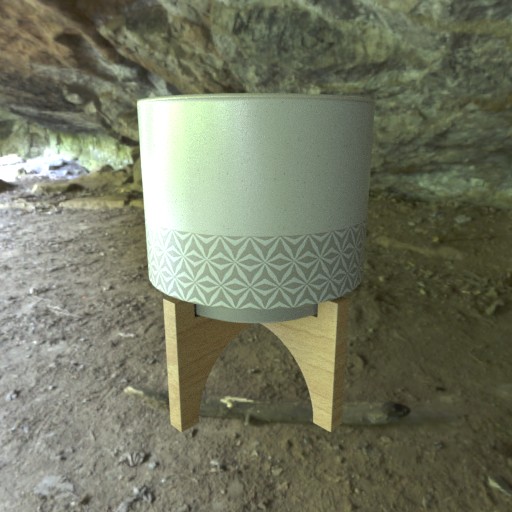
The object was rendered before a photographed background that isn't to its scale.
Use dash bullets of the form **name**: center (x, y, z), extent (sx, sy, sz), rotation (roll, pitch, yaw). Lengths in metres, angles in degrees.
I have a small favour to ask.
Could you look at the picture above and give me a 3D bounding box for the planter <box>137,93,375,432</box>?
- **planter**: center (0.000, 0.000, 0.396), extent (0.188, 0.260, 0.188), rotation (0, 16, 0)
